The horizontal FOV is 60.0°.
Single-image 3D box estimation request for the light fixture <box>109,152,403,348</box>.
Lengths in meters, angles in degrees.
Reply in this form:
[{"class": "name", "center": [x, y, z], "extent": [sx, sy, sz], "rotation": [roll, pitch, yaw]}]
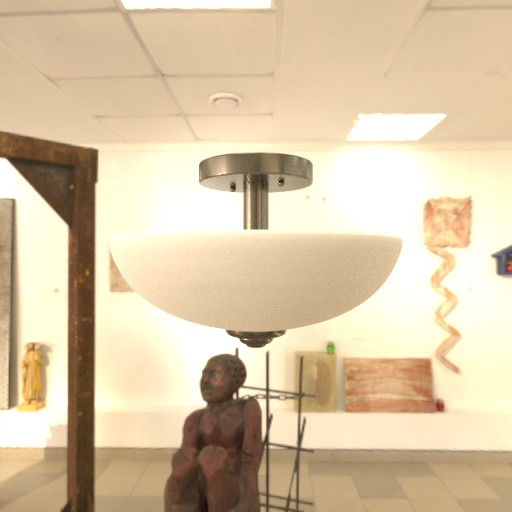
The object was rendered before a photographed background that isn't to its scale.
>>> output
[{"class": "light fixture", "center": [0.000, 0.000, 0.524], "extent": [0.330, 0.214, 0.330], "rotation": [0, -1, 0]}]
